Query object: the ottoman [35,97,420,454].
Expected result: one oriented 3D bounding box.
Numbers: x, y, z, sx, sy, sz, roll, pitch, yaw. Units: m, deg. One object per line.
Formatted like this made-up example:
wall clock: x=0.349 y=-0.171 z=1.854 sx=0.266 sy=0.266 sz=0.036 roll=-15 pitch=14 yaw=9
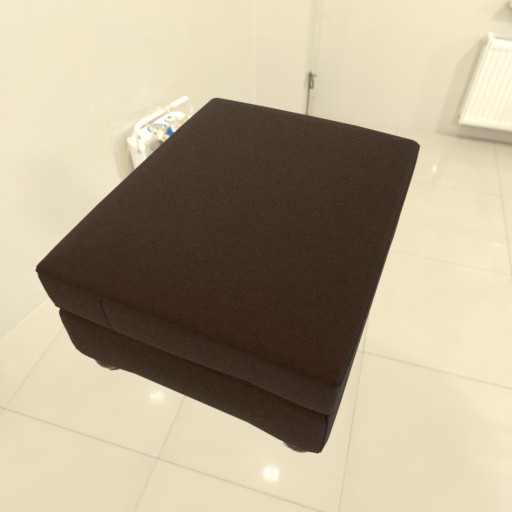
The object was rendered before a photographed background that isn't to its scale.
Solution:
ottoman: x=0.000 y=0.000 z=1.776 sx=0.967 sy=0.730 sz=1.187 roll=18 pitch=49 yaw=16
